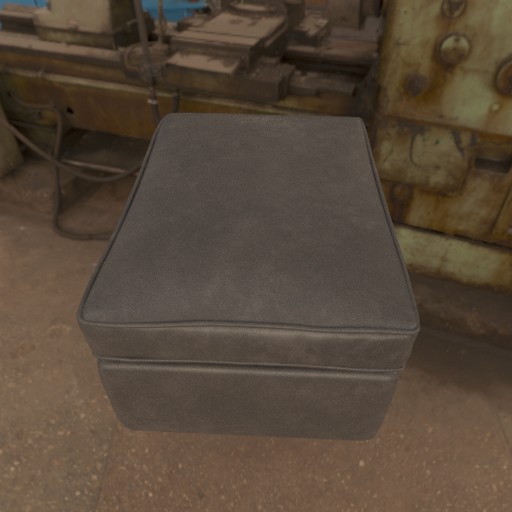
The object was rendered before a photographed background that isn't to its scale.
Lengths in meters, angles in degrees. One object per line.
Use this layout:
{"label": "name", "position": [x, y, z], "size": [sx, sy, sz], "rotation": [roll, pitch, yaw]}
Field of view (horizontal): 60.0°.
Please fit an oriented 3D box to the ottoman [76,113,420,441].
{"label": "ottoman", "position": [0.000, 0.000, 1.078], "size": [0.554, 0.445, 0.756], "rotation": [2, 43, 2]}
